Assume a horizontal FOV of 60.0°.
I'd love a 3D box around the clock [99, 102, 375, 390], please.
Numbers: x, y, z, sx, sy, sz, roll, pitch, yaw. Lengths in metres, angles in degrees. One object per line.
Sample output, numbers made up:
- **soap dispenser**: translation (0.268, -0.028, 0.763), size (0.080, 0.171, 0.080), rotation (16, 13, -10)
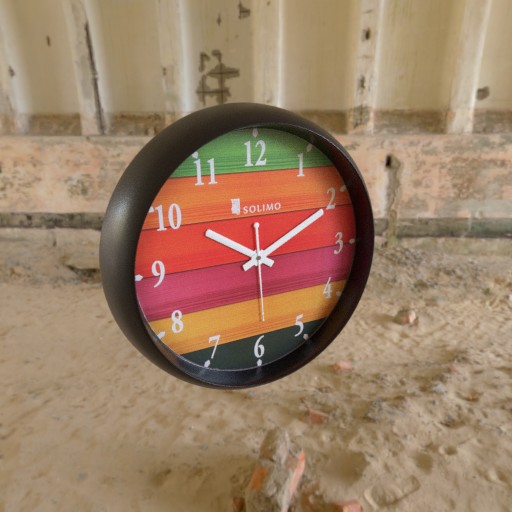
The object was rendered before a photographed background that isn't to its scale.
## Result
- **clock**: translation (0.000, 0.000, 0.455), size (0.300, 0.300, 0.060), rotation (-9, 19, -27)
